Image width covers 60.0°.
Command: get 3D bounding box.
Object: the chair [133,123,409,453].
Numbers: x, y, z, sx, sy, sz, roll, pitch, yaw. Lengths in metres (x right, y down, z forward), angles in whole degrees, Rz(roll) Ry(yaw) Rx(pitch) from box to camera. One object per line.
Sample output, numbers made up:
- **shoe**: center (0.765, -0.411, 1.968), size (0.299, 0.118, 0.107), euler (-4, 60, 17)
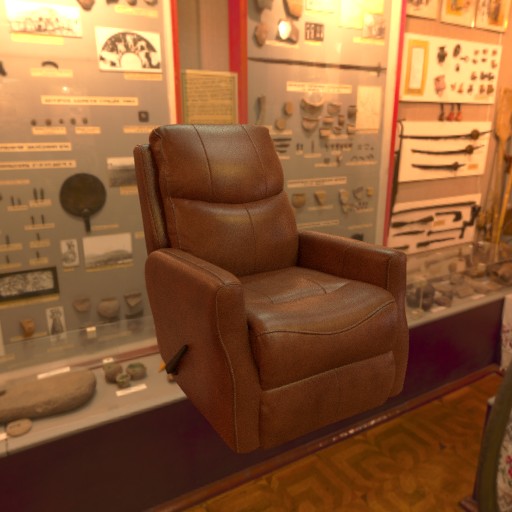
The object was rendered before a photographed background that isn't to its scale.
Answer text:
- **chair**: center (0.000, 0.000, 1.766), size (0.821, 1.016, 1.072), euler (-9, 18, -28)
